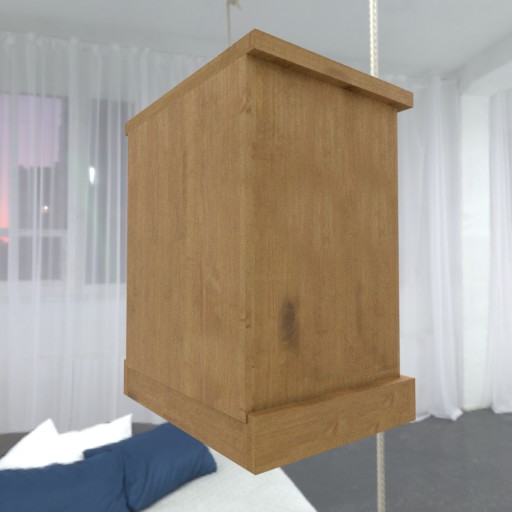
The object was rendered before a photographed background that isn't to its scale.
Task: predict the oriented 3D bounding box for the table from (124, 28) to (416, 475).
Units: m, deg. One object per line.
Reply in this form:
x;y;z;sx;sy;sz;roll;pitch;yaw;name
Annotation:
0.000;0.000;1.216;0.500;0.813;0.660;1;-2;-37;table
